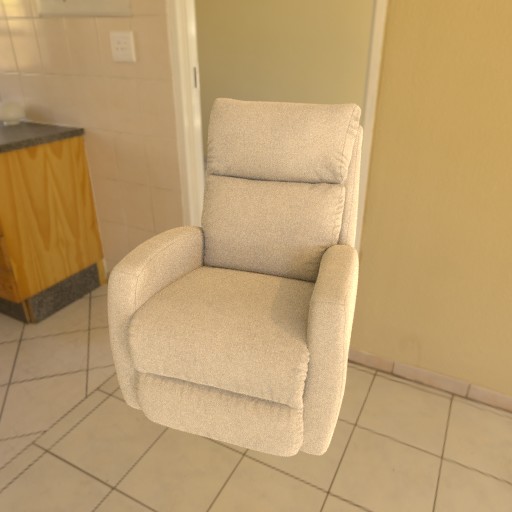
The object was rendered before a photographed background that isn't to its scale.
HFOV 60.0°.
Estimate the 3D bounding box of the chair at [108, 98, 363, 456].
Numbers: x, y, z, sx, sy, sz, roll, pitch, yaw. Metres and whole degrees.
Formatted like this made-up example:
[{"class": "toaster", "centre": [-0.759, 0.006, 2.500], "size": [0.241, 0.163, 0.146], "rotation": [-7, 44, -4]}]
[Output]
[{"class": "chair", "centre": [0.000, 0.000, 1.659], "size": [0.794, 1.021, 0.940], "rotation": [8, 28, 16]}]
